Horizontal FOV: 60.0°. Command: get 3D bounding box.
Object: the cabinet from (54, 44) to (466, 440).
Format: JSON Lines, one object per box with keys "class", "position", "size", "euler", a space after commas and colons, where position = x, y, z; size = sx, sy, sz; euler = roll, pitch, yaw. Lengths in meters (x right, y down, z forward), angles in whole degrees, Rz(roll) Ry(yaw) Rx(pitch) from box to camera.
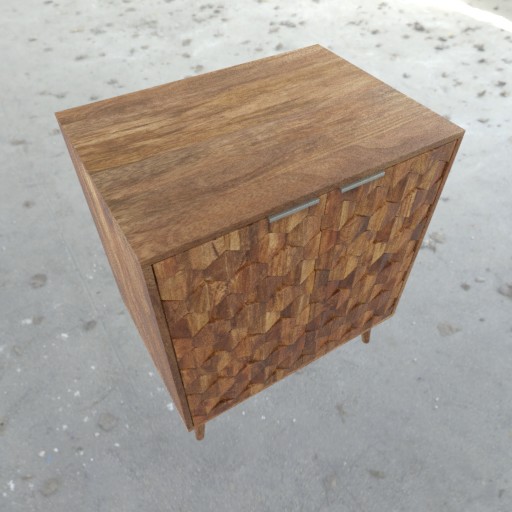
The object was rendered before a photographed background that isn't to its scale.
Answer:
{"class": "cabinet", "position": [0.000, 0.000, 1.130], "size": [0.647, 0.758, 0.473], "euler": [-24, 52, -21]}
